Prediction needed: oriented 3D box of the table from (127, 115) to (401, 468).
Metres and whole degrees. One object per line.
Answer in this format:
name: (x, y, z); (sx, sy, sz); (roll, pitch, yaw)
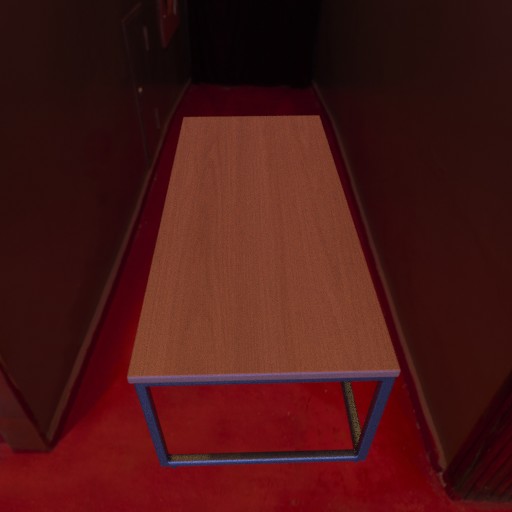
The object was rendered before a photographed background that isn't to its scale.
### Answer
table: (0.000, 0.000, 1.350); (0.500, 0.400, 1.100); (-1, 42, -1)
